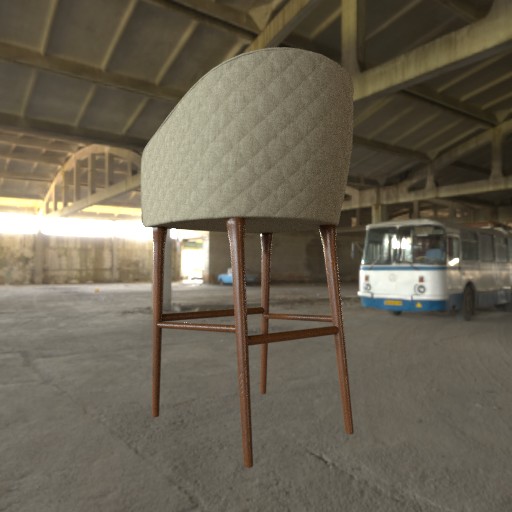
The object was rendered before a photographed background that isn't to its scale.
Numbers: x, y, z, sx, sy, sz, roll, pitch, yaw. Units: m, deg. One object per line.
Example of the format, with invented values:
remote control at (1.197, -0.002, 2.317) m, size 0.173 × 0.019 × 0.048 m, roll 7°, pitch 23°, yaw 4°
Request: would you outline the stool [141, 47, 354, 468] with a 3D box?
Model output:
stool at (0.000, 0.000, 1.425) m, size 0.559 × 1.078 × 0.607 m, roll 1°, pitch -1°, yaw -36°
